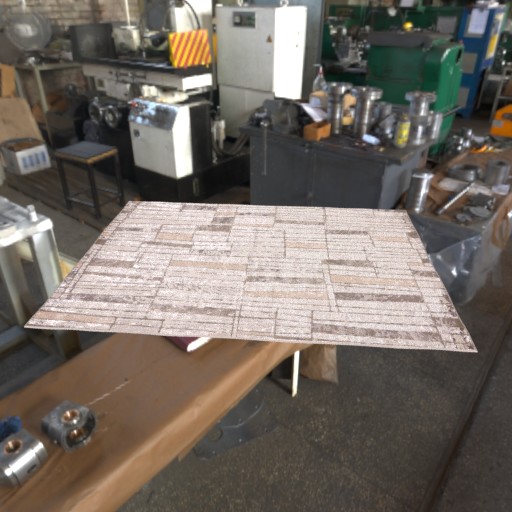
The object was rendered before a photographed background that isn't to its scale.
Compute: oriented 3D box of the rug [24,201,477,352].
[{"bbox_3d":[0.000,0.000,4.306,3.357,0.019,2.449,2,30,4],"label":"rug"}]
